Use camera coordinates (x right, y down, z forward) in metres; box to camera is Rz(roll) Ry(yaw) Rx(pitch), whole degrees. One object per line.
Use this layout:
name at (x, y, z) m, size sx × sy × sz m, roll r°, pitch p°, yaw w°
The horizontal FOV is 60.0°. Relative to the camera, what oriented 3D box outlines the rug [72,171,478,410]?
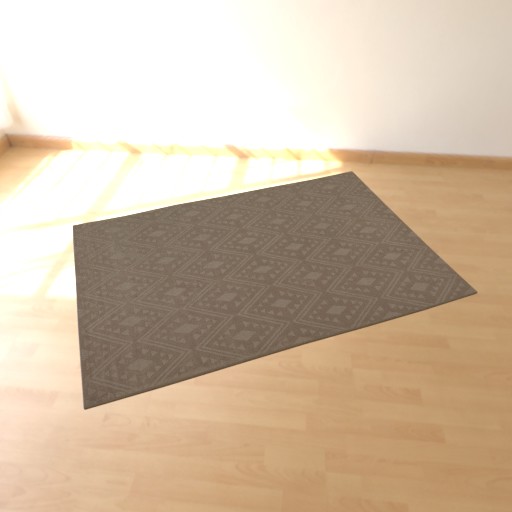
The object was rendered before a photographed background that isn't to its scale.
rug at (0.000, 0.000, 2.360) m, size 1.829 × 0.034 × 1.252 m, roll -13°, pitch 42°, yaw -15°
